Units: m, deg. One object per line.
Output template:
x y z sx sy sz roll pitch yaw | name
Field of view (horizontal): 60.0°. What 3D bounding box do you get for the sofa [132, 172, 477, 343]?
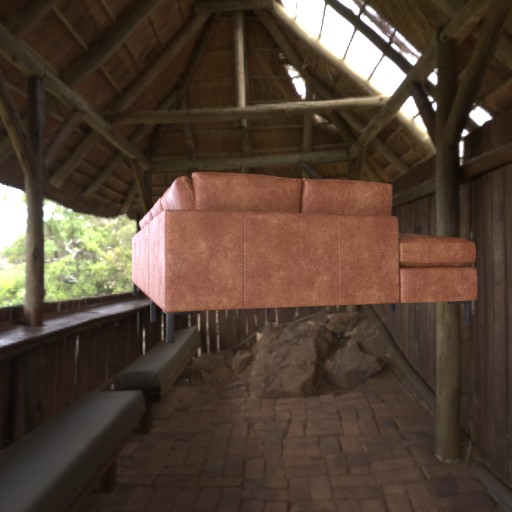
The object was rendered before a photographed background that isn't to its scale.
0.000 0.000 3.856 1.938 0.877 2.984 0 0 -18 | sofa
